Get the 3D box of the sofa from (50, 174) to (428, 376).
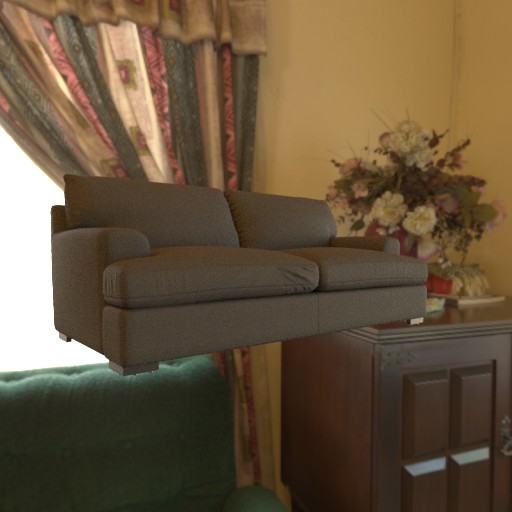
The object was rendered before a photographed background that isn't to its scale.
[{"bbox_3d":[0.000,0.000,2.843,2.271,0.950,1.140,0,1,-38],"label":"sofa"}]
